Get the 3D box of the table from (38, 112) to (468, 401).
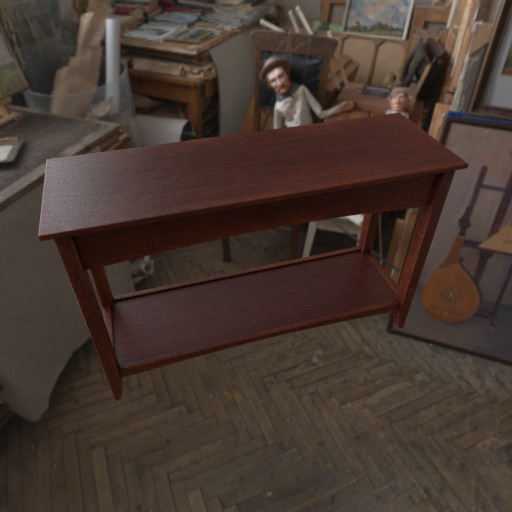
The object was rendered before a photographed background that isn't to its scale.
[{"bbox_3d":[0.000,0.000,1.551,1.188,0.739,0.392,-11,42,-13],"label":"table"}]
